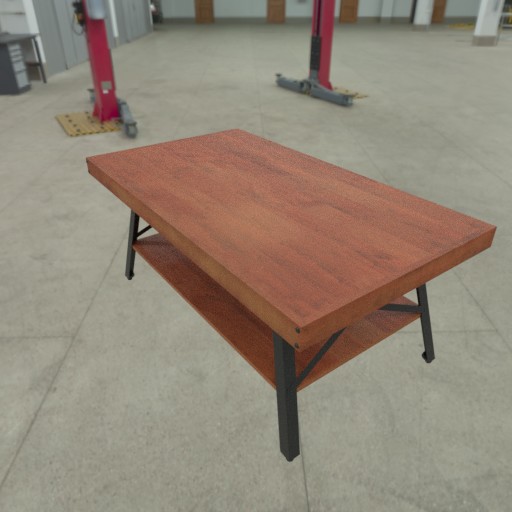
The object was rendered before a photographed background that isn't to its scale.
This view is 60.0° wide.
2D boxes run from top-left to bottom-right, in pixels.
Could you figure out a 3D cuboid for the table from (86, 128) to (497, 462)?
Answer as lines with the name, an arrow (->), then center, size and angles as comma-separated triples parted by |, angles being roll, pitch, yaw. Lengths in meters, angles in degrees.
table -> 0.000, 0.000, 1.362 | 0.610, 0.457, 1.067 | -21, 37, -31
